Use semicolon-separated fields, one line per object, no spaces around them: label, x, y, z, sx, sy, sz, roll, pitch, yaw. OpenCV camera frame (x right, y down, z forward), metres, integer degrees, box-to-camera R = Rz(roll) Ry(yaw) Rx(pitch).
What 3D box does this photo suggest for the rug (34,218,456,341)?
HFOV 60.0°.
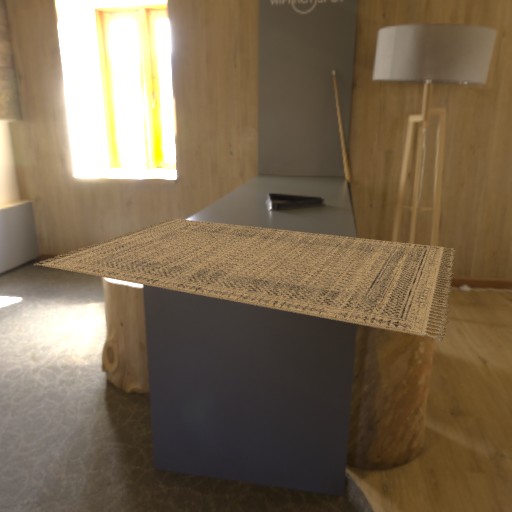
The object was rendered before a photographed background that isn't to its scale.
rug;0.000;0.000;3.030;2.486;0.013;1.548;8;19;24
